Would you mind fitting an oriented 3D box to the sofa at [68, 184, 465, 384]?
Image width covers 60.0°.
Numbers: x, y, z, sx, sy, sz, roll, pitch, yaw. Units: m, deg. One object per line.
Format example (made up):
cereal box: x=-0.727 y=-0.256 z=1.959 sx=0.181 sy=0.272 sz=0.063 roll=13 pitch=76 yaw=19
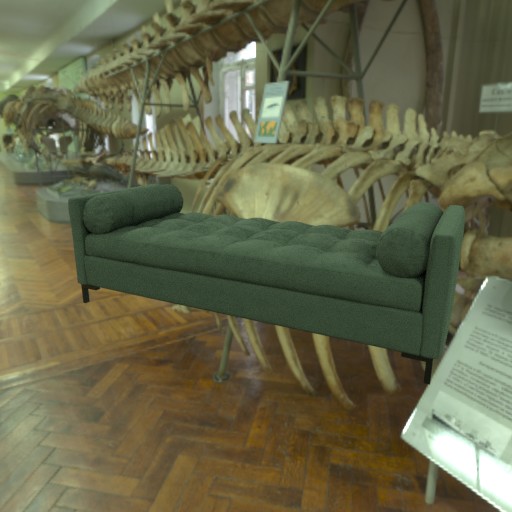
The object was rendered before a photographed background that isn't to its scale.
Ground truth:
sofa: x=0.000 y=0.000 z=2.566 sx=2.130 sy=0.681 sz=0.817 roll=8 pitch=18 yaw=26
